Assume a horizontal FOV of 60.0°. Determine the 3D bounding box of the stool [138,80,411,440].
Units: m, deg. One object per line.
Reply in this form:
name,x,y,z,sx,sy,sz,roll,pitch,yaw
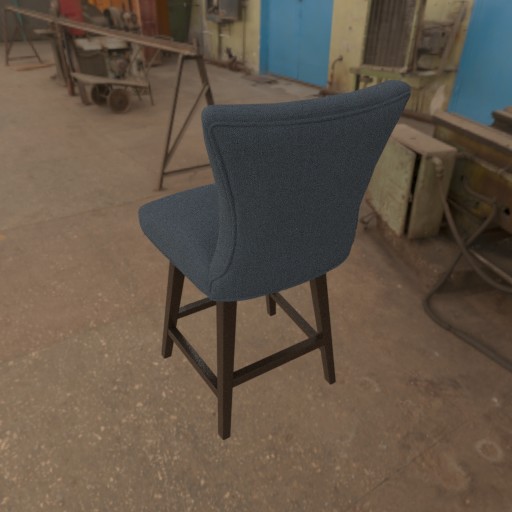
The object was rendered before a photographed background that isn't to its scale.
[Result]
stool,0.000,0.000,1.299,0.514,1.000,0.574,-18,36,-26
